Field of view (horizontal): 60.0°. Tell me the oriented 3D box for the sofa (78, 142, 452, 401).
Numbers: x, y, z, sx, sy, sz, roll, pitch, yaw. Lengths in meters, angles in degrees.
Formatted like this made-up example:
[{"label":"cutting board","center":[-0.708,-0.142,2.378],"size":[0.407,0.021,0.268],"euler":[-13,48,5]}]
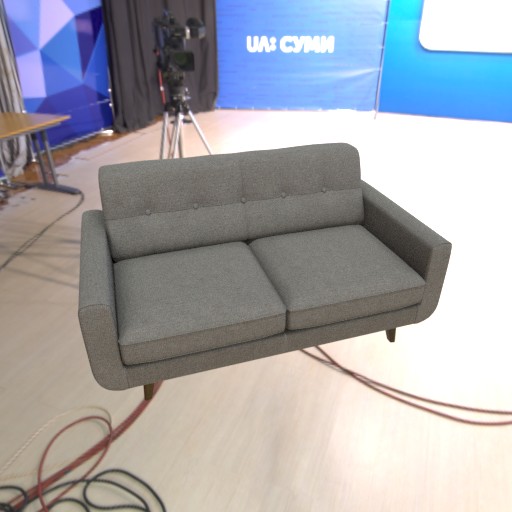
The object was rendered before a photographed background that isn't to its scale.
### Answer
[{"label":"sofa","center":[0.000,0.000,2.231],"size":[1.631,0.841,0.909],"euler":[-9,32,-15]}]
